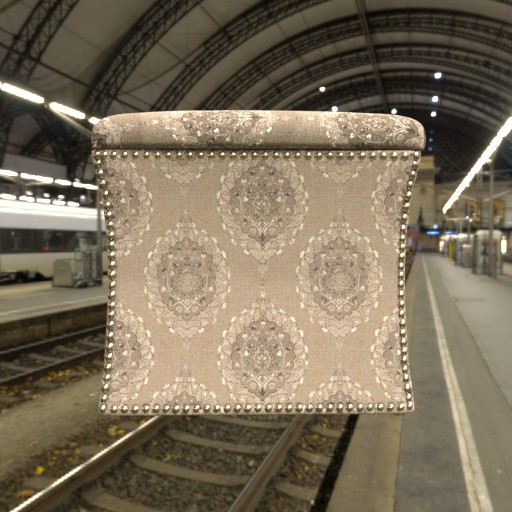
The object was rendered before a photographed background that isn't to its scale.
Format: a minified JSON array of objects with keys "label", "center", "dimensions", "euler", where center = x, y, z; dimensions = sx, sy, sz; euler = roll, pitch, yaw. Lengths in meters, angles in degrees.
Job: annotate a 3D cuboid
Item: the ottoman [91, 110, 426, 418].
[{"label":"ottoman","center":[0.000,0.000,0.883],"dimensions":[0.507,0.473,0.497],"euler":[0,2,-1]}]
